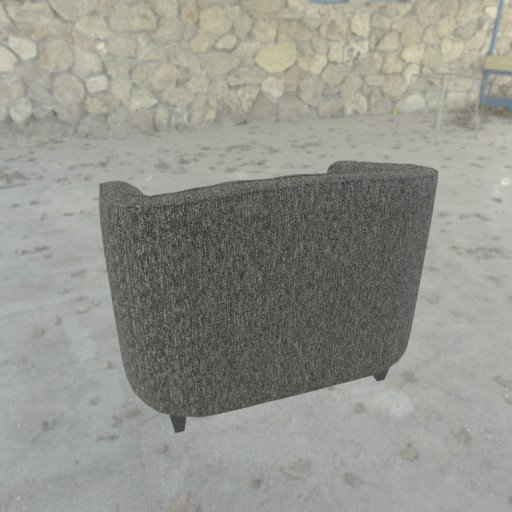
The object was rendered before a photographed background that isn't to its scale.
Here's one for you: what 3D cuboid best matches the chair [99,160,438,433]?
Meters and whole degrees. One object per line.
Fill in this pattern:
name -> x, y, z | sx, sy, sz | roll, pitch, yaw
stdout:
chair -> 0.000, 0.000, 1.728 | 1.104, 0.852, 0.941 | -8, 27, -17
